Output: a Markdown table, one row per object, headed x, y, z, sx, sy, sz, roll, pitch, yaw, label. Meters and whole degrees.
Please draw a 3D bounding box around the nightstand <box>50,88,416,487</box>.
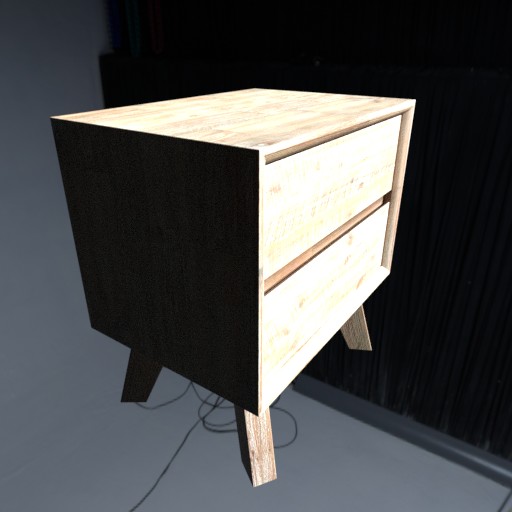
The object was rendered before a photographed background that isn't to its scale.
| x | y | z | sx | sy | sz | roll | pitch | yaw | label |
| --- | --- | --- | --- | --- | --- | --- | --- | --- | --- |
| 0.000 | 0.000 | 0.918 | 0.396 | 0.589 | 0.552 | 17 | 31 | 31 | nightstand |
